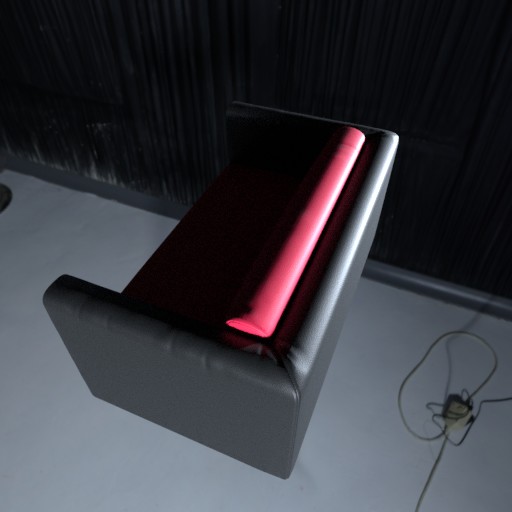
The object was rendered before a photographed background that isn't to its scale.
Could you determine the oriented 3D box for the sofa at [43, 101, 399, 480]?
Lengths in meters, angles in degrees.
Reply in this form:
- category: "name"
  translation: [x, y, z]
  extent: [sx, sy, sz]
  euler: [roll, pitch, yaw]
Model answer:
- category: "sofa"
  translation: [0.000, 0.000, 1.897]
  extent: [0.845, 0.735, 1.410]
  euler: [17, 48, 16]
